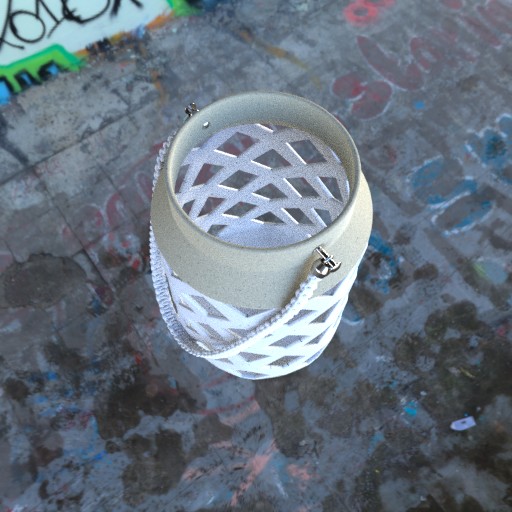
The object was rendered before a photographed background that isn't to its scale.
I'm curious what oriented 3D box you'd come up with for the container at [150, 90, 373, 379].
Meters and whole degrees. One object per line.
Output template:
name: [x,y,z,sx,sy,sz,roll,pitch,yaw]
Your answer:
container: [0.000,0.000,0.399,0.198,0.264,0.188,-35,70,-15]
